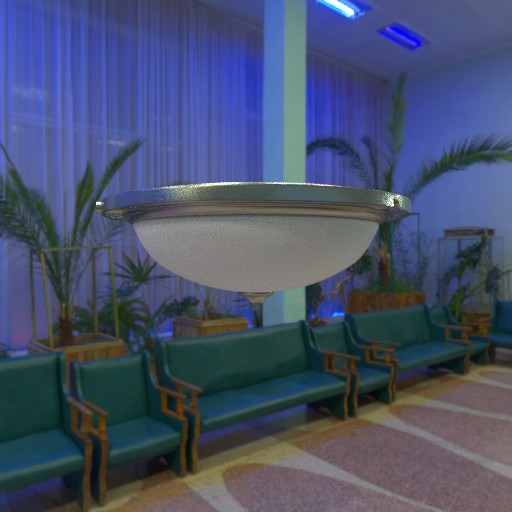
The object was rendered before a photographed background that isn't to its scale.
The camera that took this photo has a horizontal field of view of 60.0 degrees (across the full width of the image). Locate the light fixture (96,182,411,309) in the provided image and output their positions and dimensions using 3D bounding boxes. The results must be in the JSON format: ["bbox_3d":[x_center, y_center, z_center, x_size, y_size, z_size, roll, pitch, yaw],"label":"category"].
[{"bbox_3d":[0.000,0.000,0.547,0.361,0.130,0.361,0,0,0],"label":"light fixture"}]
